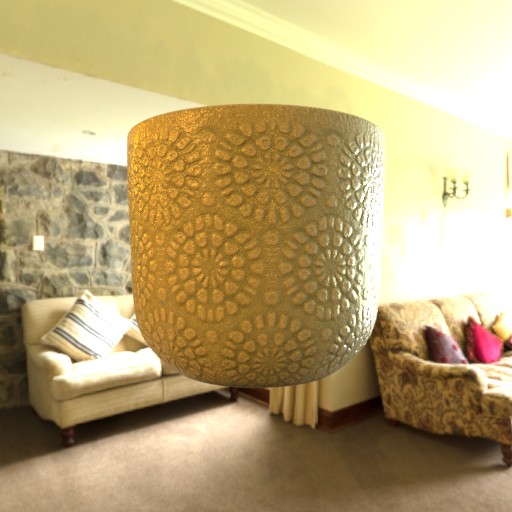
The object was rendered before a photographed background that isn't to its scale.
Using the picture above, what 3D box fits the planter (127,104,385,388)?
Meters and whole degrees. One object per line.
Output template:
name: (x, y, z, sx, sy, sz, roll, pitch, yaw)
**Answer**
planter: (0.000, 0.000, 0.303, 0.169, 0.153, 0.169, 0, 1, 0)
